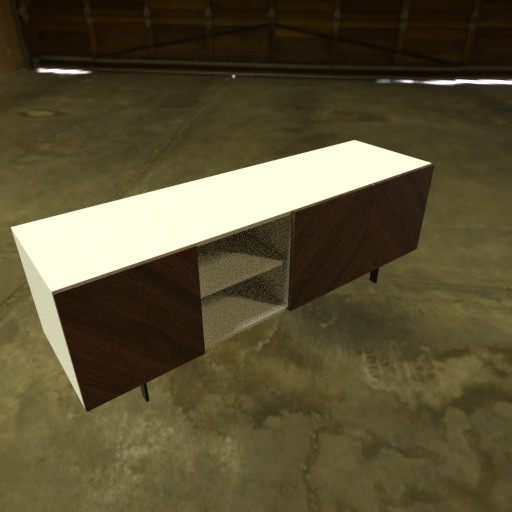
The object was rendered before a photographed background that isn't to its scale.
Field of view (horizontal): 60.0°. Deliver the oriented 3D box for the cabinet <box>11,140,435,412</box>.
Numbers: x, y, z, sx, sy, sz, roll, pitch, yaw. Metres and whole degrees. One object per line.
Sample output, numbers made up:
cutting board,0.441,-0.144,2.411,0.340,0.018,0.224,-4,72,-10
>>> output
cabinet,0.000,0.000,1.693,1.499,0.533,0.431,-21,37,-31
